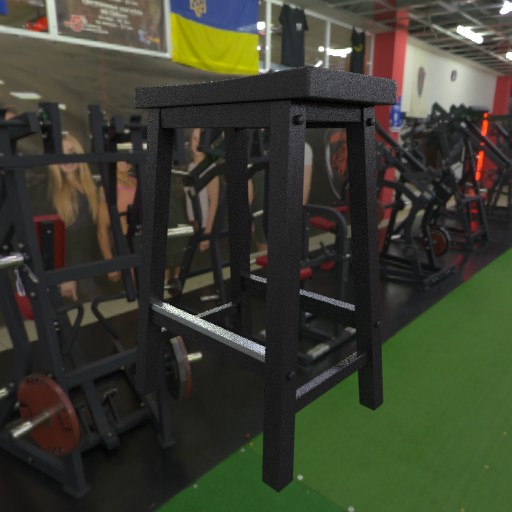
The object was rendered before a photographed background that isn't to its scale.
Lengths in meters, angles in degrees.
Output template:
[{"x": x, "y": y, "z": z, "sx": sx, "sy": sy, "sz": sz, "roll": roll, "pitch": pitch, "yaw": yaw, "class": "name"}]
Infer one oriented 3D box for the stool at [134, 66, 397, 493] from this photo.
[{"x": 0.000, "y": 0.000, "z": 0.839, "sx": 0.406, "sy": 0.610, "sz": 0.322, "roll": 15, "pitch": 21, "yaw": 42, "class": "stool"}]
